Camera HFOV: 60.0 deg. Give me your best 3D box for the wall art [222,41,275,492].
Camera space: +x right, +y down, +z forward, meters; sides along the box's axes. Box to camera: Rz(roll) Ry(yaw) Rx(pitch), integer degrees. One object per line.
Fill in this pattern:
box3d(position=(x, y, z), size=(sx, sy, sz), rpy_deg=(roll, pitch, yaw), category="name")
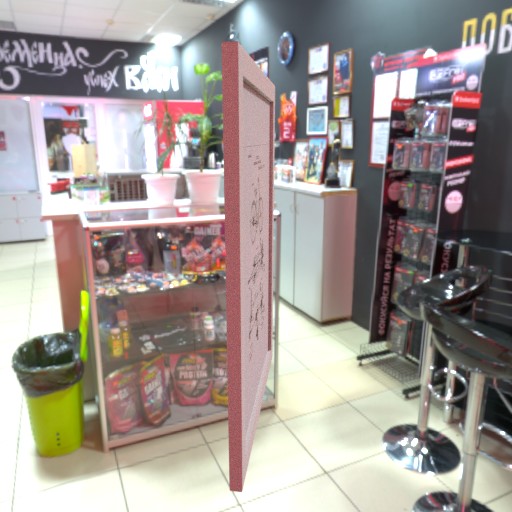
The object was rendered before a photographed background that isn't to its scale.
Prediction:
box3d(position=(0.000, 0.000, 0.611), size=(0.015, 0.477, 0.332), rpy_deg=(2, 15, 8), category="wall art")
